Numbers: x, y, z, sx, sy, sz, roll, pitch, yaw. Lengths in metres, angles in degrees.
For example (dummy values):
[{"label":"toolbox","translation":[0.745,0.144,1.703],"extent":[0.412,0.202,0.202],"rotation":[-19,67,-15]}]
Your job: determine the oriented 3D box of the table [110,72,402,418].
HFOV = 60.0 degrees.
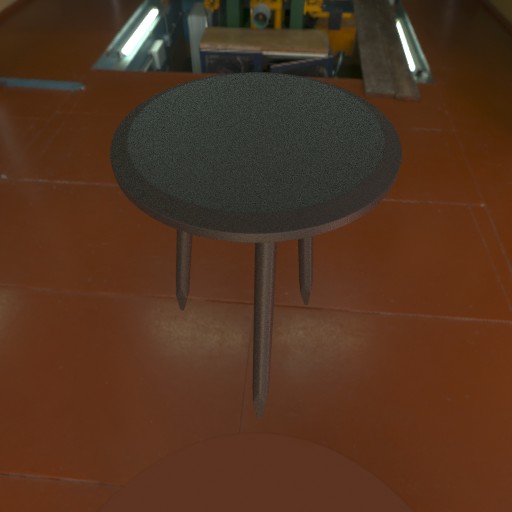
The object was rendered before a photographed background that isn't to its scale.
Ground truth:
[{"label":"table","translation":[0.000,0.000,0.916],"extent":[0.457,0.585,0.457],"rotation":[0,47,0]}]
